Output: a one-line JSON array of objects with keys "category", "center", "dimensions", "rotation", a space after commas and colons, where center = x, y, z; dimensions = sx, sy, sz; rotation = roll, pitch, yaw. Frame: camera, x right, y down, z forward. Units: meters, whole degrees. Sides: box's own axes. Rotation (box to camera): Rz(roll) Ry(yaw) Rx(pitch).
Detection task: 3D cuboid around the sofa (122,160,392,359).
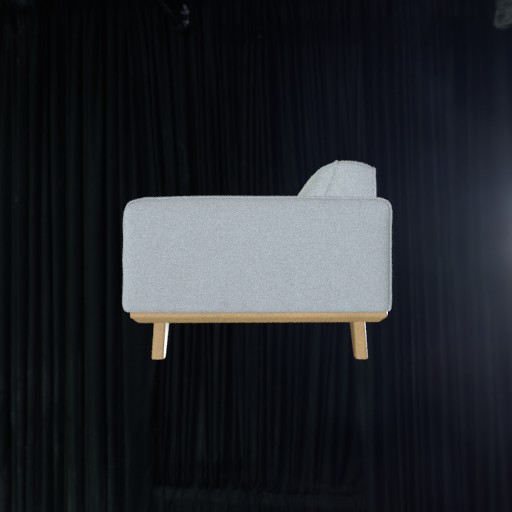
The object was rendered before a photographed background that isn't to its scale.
[{"category": "sofa", "center": [0.000, 0.000, 2.652], "dimensions": [0.956, 0.781, 2.270], "rotation": [0, 0, 0]}]
